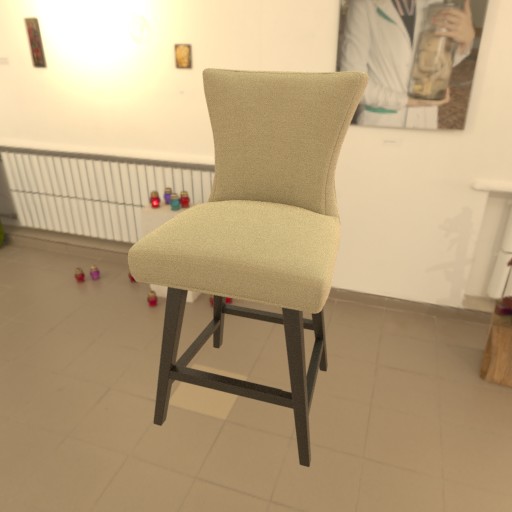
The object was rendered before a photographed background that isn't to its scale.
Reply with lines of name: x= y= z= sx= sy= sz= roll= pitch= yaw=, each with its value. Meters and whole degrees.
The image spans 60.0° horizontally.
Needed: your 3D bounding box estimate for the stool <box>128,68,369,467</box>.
stool: x=0.000 y=0.000 z=1.322 sx=0.514 sy=1.000 sz=0.574 roll=8 pitch=28 yaw=16
